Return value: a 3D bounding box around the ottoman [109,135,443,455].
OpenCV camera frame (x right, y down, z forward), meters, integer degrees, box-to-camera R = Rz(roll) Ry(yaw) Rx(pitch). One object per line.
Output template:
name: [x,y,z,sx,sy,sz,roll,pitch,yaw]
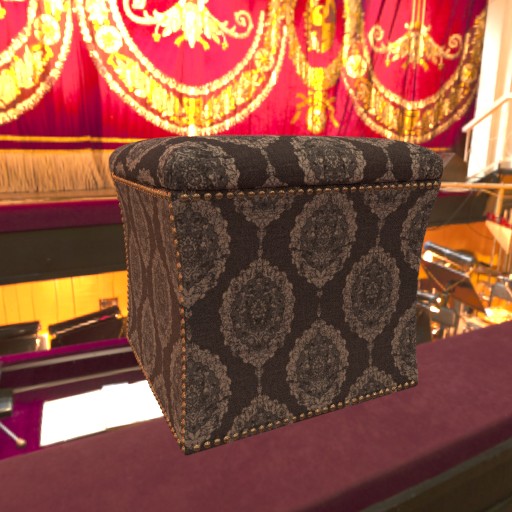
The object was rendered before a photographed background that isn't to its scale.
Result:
ottoman: [0.000,0.000,0.904,0.497,0.475,0.507,-7,15,-25]
